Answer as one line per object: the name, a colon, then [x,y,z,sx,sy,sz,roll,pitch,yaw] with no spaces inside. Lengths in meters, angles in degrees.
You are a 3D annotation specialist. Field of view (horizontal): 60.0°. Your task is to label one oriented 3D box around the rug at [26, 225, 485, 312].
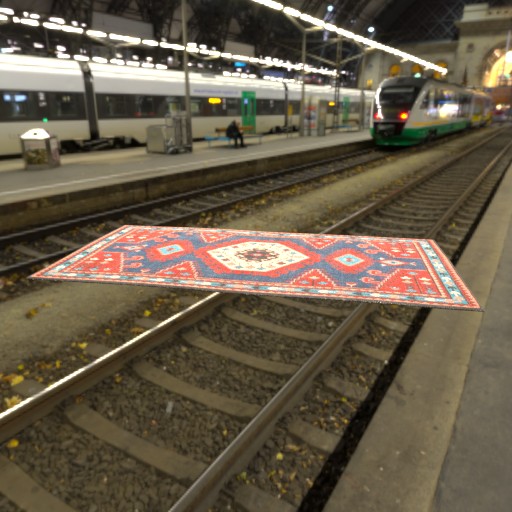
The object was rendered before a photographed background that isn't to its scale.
rug: [0.000,0.000,3.586,3.032,0.034,1.522,3,19,10]
